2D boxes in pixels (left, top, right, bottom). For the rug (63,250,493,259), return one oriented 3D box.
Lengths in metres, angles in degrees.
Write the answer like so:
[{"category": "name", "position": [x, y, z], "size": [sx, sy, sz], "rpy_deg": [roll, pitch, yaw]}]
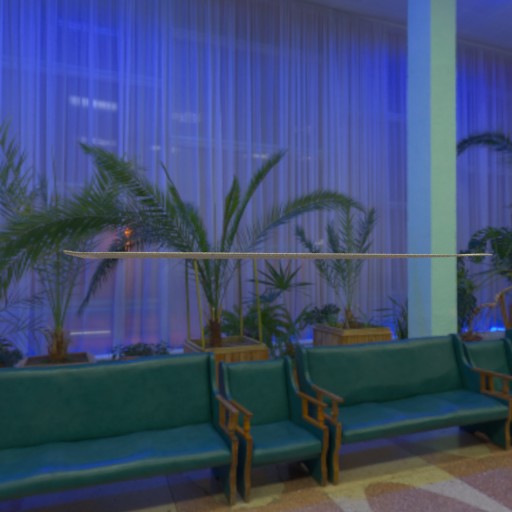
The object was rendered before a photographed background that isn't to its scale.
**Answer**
[{"category": "rug", "position": [0.000, 0.000, 3.846], "size": [2.897, 0.035, 2.277], "rpy_deg": [0, -1, -19]}]
